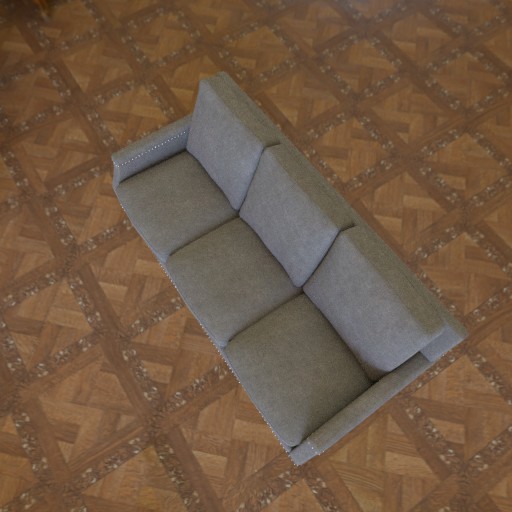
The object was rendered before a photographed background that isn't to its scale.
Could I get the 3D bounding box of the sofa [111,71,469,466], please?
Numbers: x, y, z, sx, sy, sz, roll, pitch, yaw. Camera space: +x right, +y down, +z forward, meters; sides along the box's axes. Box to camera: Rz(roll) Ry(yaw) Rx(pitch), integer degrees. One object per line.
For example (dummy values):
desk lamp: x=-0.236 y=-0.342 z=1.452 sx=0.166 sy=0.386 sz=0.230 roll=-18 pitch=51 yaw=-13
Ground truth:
sofa: x=0.000 y=0.000 z=2.770 sx=1.034 sy=1.042 sz=2.226 roll=-32 pitch=68 yaw=-15
